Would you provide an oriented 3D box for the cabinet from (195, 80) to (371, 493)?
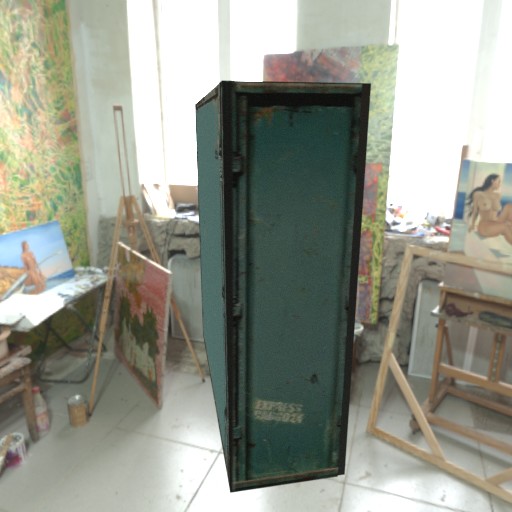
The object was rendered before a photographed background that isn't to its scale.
[{"bbox_3d":[0.000,0.000,3.189,0.680,2.160,2.000,-3,16,-10],"label":"cabinet"}]
